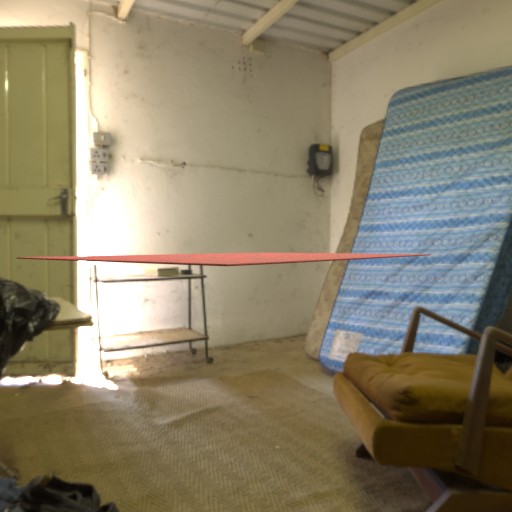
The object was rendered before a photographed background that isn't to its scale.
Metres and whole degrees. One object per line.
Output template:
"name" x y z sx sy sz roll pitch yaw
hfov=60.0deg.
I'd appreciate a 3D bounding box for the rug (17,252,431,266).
"rug" 0.000 0.000 2.258 1.209 0.008 1.814 1 2 38
